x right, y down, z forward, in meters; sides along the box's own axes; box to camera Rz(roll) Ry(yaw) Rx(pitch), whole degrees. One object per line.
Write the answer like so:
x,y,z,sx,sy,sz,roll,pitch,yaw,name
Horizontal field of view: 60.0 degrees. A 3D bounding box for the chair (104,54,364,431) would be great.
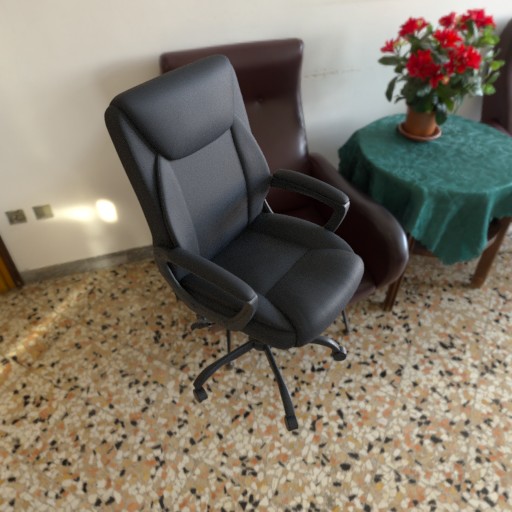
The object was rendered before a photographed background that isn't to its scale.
0.000,0.000,1.447,0.655,1.072,0.615,26,48,26,chair
